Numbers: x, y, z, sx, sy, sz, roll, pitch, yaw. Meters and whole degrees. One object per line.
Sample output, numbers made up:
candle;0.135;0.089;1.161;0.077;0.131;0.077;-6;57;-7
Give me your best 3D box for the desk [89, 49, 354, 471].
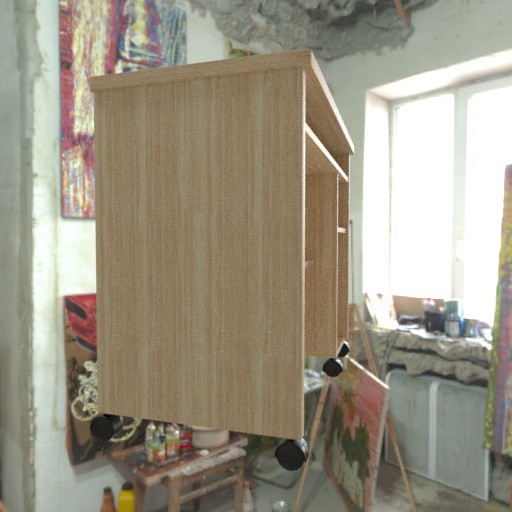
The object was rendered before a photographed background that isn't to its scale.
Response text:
desk;0.000;0.000;1.288;0.480;0.770;0.884;1;2;17
